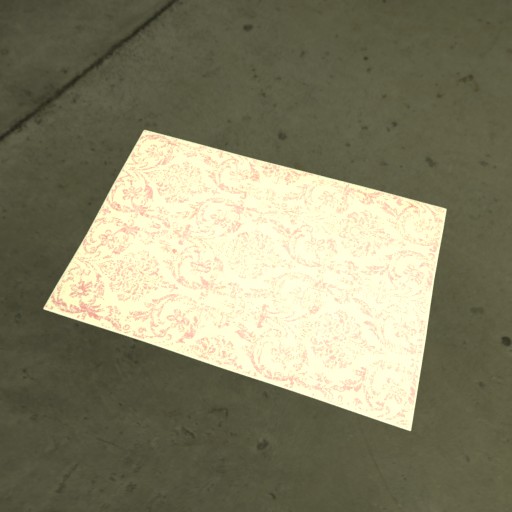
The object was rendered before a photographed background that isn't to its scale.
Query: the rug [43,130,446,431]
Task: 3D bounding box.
[{"bbox_3d":[0.000,0.000,3.497,2.746,0.018,1.819,16,65,8],"label":"rug"}]
